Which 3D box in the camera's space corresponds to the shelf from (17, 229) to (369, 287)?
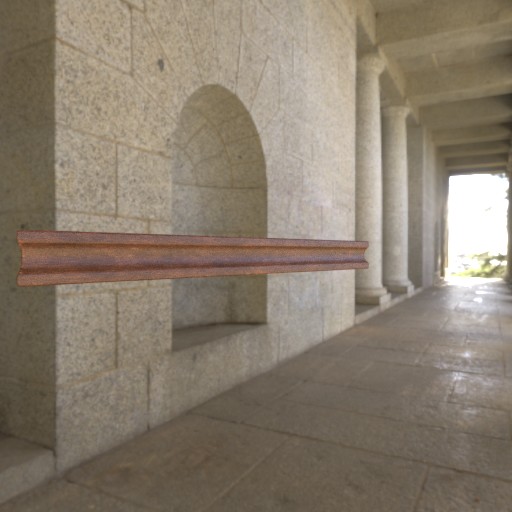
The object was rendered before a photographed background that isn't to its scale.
[{"bbox_3d":[0.000,0.000,0.419,0.296,0.035,0.296,0,1,-1],"label":"shelf"}]
